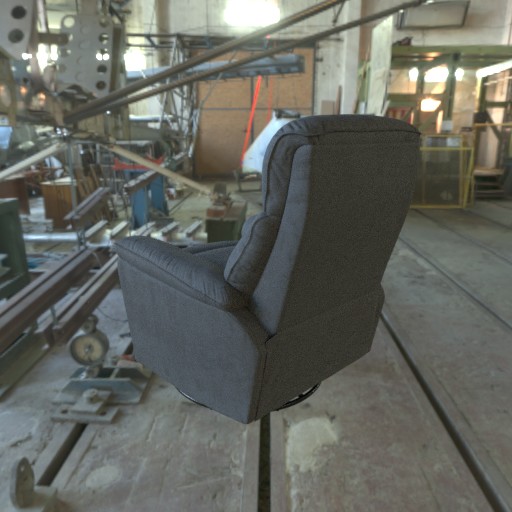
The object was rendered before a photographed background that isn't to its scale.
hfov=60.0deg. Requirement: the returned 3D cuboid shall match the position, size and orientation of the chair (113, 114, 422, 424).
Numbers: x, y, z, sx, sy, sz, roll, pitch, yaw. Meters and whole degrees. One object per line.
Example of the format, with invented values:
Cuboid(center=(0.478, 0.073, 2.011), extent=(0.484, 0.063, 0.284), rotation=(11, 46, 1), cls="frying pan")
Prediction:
Cuboid(center=(0.000, 0.000, 1.735), extent=(0.820, 1.037, 1.004), rotation=(-14, 21, -42), cls="chair")
